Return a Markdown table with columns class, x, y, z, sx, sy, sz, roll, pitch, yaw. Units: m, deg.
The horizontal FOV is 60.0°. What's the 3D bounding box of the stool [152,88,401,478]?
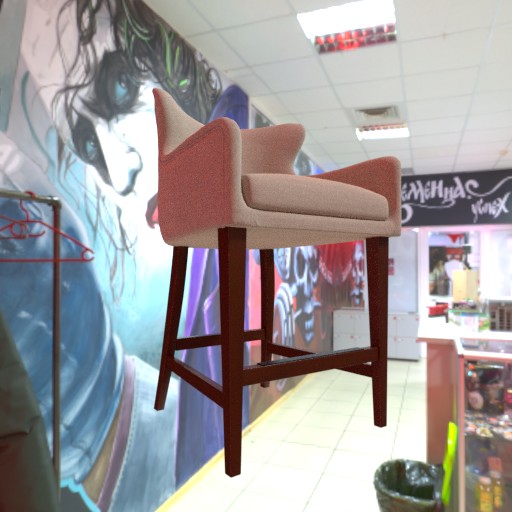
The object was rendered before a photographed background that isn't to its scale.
| class | x | y | z | sx | sy | sz | roll | pitch | yaw |
| --- | --- | --- | --- | --- | --- | --- | --- | --- | --- |
| stool | 0.000 | 0.000 | 1.364 | 0.615 | 0.987 | 0.637 | 1 | -2 | -36 |
